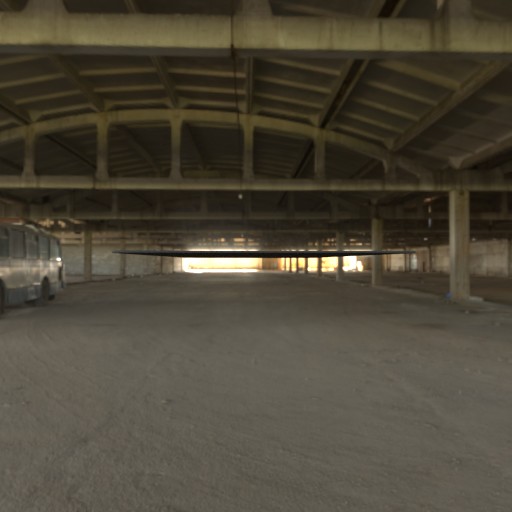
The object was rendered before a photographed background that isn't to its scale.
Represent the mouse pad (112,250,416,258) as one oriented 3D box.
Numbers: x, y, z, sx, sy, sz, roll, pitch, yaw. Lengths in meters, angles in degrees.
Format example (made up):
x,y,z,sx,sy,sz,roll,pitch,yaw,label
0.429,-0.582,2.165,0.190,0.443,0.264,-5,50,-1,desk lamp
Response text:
x,y,z,sx,sy,sz,roll,pitch,yaw,label
0.000,0.000,1.042,0.424,0.003,0.907,0,-1,-2,mouse pad
